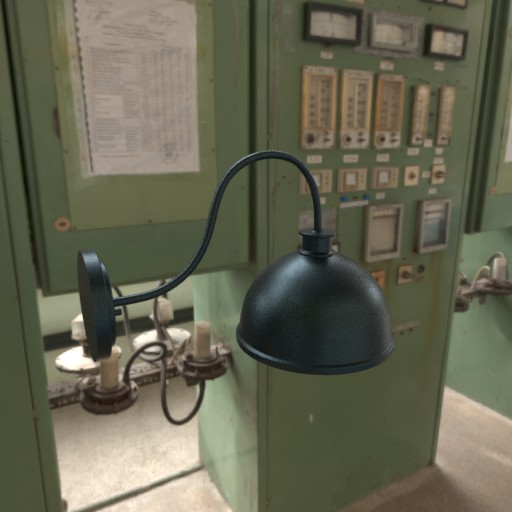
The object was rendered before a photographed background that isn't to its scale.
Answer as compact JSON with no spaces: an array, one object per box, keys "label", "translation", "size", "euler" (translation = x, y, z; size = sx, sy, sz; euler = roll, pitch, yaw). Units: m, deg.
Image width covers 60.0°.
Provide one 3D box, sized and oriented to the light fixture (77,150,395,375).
[{"label":"light fixture","translation":[0.000,0.000,0.636],"size":[0.467,0.295,0.253],"euler":[-8,16,-27]}]
